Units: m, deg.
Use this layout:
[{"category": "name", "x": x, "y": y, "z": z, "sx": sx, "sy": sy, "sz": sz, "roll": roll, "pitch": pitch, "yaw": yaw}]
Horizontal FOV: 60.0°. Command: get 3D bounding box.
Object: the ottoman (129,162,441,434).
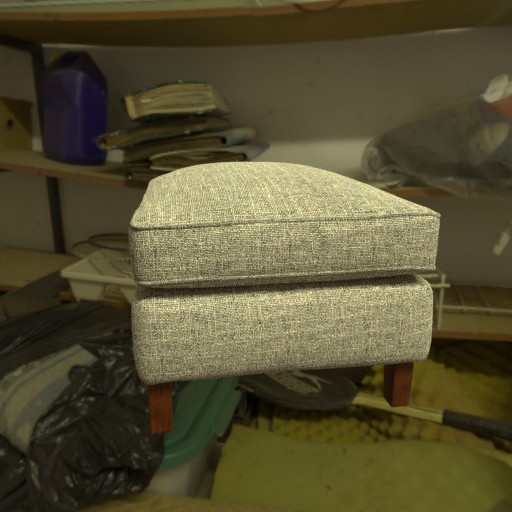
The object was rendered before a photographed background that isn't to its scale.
[{"category": "ottoman", "x": 0.000, "y": 0.000, "z": 0.985, "sx": 0.508, "sy": 0.406, "sz": 0.686, "roll": -3, "pitch": 16, "yaw": -9}]
